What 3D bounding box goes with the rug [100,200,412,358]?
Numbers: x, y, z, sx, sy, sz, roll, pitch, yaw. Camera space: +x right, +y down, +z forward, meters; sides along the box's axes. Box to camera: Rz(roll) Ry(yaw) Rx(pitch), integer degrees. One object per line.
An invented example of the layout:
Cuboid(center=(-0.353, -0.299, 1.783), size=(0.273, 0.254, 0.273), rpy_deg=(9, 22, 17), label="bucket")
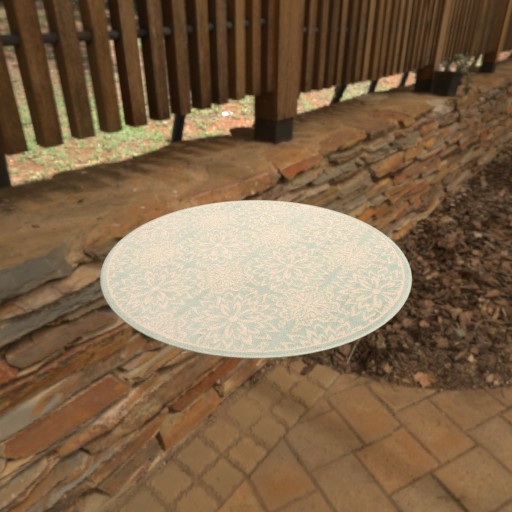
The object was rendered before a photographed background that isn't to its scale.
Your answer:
Cuboid(center=(0.000, 0.000, 2.370), size=(1.593, 0.012, 1.593), rpy_deg=(0, 29, 0), label="rug")
